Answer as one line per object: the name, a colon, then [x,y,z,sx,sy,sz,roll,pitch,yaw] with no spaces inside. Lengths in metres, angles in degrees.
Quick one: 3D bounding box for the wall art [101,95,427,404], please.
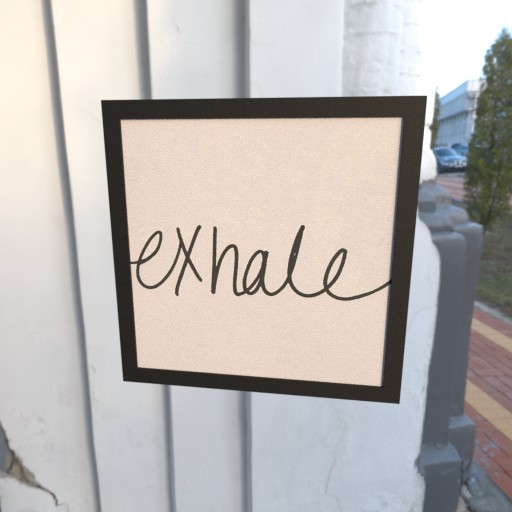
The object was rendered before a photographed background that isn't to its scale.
wall art: [0.000,0.000,0.530,0.358,0.357,0.012,2,14,8]
